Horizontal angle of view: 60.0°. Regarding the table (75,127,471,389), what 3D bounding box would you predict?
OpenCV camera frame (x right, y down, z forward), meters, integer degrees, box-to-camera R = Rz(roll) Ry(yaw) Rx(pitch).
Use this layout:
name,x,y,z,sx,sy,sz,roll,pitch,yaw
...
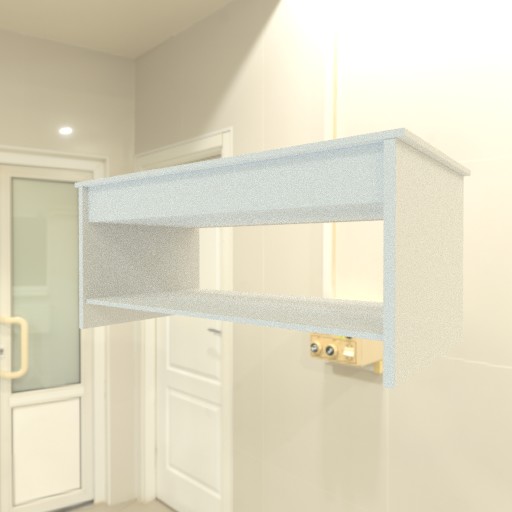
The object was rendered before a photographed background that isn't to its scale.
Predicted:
name,x,y,z,sx,sy,sz,roll,pitch,yaw
table,0.000,0.000,1.240,1.000,0.441,0.500,1,1,37
